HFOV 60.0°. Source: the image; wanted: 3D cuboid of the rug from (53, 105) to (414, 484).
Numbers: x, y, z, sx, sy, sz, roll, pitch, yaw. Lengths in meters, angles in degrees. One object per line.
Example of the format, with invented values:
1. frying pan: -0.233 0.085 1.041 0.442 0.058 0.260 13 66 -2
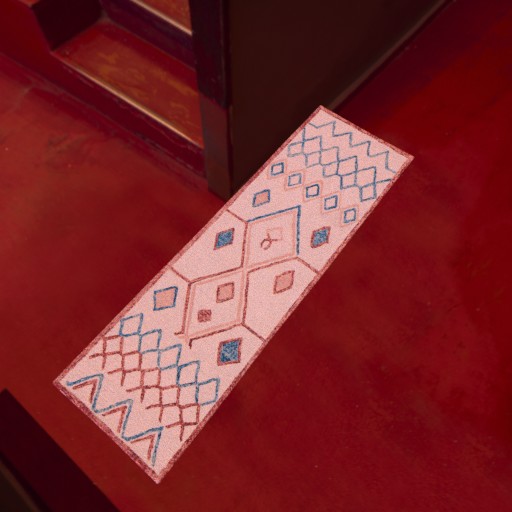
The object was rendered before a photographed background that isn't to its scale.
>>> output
1. rug: 0.000 0.000 2.597 0.750 0.011 2.435 35 68 16
